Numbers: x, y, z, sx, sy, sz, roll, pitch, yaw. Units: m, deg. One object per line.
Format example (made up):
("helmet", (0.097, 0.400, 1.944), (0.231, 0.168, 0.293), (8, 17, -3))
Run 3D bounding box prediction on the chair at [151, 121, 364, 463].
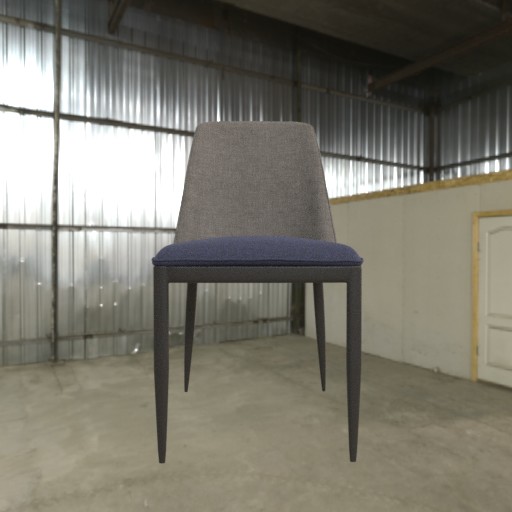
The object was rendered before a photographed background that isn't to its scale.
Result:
("chair", (0.000, 0.000, 1.176), (0.488, 0.855, 0.550), (0, 1, -1))
